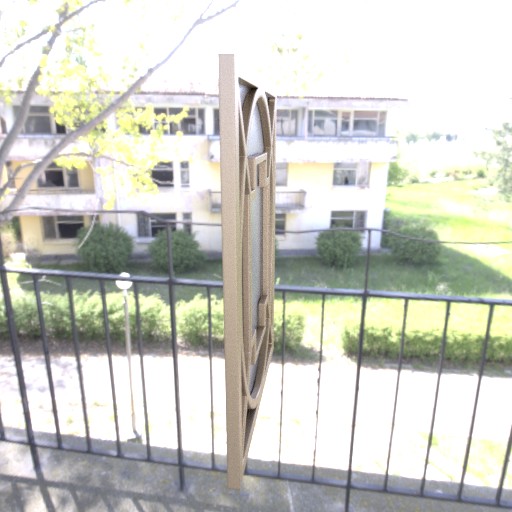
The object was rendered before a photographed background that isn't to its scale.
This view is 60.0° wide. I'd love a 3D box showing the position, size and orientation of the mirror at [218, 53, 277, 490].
[{"bbox_3d":[0.000,0.000,1.344,0.032,1.023,0.756,2,17,8],"label":"mirror"}]
